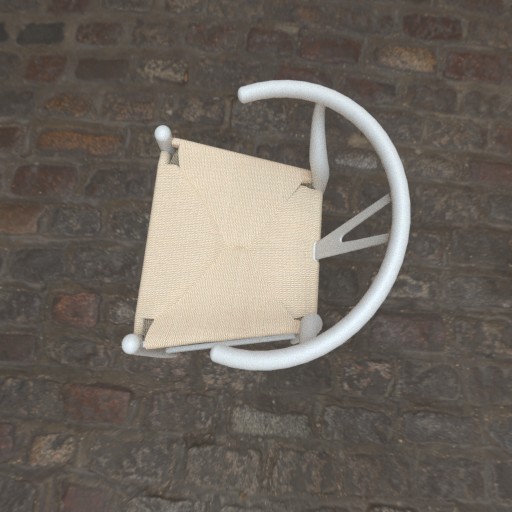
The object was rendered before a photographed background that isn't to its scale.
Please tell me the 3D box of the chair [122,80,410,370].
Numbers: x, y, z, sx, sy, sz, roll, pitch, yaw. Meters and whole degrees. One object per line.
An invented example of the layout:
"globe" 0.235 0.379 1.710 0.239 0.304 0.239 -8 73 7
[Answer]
"chair" 0.000 0.000 1.064 0.500 0.736 0.533 5 75 1
